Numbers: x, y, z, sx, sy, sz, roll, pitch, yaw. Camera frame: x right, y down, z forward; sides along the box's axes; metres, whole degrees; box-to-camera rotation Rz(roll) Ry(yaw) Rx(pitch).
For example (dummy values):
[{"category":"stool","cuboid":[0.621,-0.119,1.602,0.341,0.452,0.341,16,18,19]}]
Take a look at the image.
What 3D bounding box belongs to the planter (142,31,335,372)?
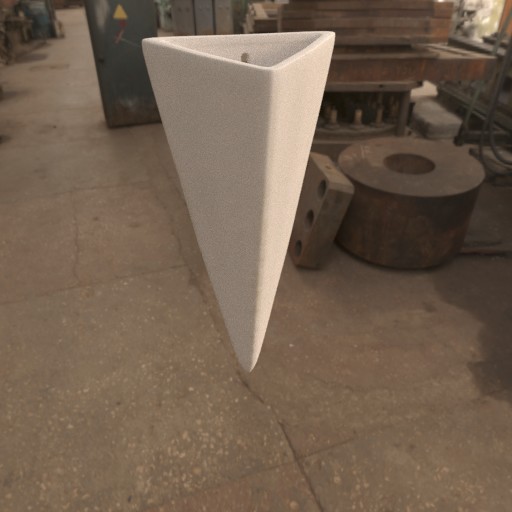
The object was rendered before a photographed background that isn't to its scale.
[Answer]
[{"category":"planter","cuboid":[0.000,0.000,0.382,0.143,0.338,0.065,-10,34,-15]}]
